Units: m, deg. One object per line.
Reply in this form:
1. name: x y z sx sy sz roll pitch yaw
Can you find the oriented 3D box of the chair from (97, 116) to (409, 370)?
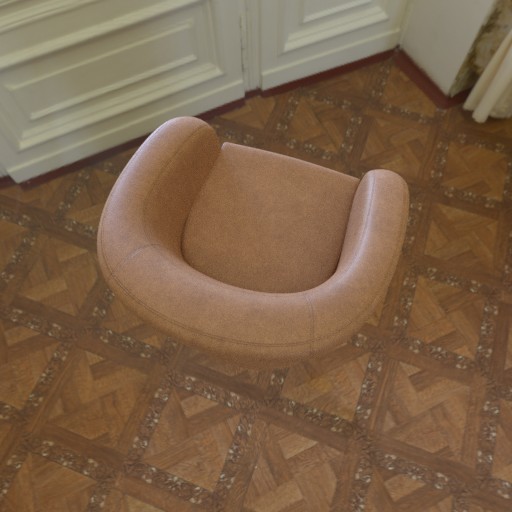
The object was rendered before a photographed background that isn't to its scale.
1. chair: 0.000 0.000 1.445 0.791 0.771 0.815 17 66 8
